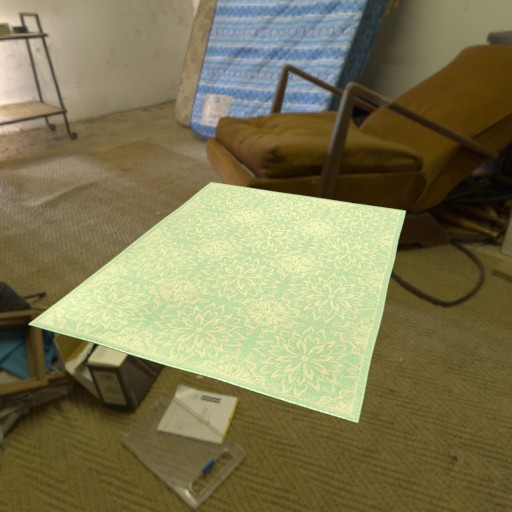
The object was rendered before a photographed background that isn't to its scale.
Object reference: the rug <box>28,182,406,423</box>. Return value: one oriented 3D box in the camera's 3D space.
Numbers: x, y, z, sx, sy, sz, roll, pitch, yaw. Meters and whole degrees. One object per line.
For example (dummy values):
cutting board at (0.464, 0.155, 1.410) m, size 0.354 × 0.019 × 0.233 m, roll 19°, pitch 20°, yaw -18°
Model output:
rug at (0.000, 0.000, 4.012) m, size 2.363 × 0.012 × 2.980 m, roll 11°, pitch 32°, yaw 18°
